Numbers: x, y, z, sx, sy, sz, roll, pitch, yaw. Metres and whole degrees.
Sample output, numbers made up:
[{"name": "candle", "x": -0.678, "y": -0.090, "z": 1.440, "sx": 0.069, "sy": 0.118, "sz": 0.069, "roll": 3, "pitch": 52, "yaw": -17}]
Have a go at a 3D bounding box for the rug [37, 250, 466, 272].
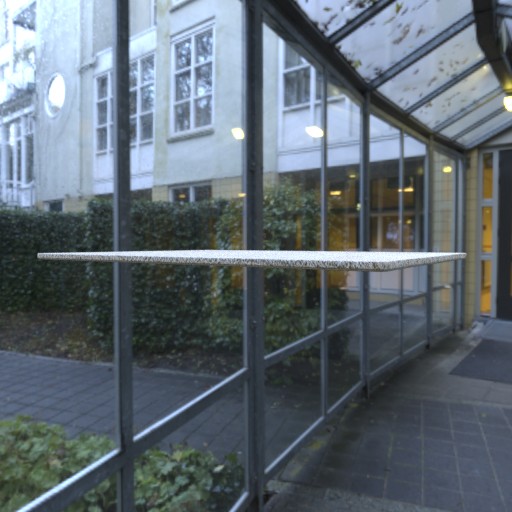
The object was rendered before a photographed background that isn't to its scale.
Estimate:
[{"name": "rug", "x": 0.000, "y": 0.000, "z": 2.048, "sx": 1.600, "sy": 0.027, "sz": 1.200, "roll": 1, "pitch": 2, "yaw": 34}]
